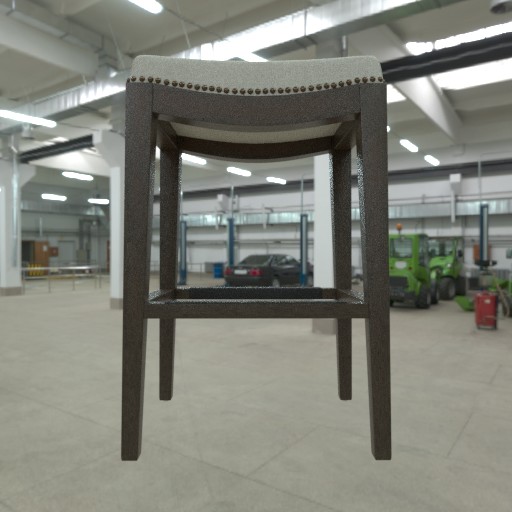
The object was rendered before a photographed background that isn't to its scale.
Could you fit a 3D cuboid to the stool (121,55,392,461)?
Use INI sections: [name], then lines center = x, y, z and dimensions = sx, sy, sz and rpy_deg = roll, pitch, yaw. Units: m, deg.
[stool]
center = 0.000, 0.000, 0.989
dimensions = 0.498, 0.759, 0.358
rpy_deg = 0, 1, 0
